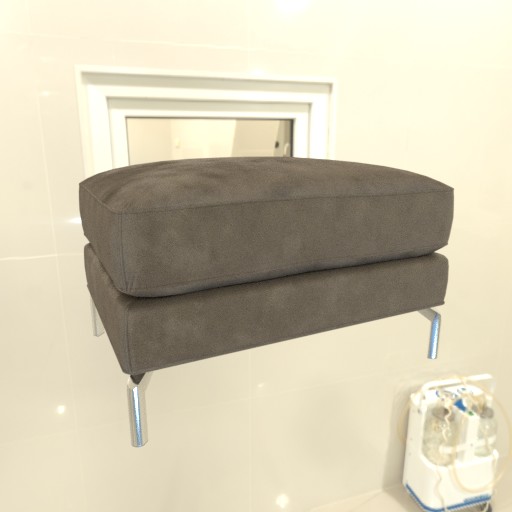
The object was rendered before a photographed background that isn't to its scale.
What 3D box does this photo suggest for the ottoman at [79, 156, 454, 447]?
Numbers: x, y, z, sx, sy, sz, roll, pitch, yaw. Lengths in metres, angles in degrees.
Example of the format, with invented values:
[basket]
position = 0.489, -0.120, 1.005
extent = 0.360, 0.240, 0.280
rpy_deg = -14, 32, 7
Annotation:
[ottoman]
position = 0.000, 0.000, 1.044
extent = 0.719, 0.456, 0.520
rpy_deg = -7, 16, -26
